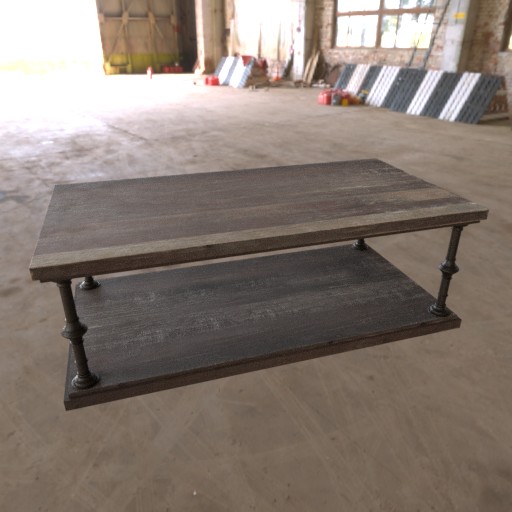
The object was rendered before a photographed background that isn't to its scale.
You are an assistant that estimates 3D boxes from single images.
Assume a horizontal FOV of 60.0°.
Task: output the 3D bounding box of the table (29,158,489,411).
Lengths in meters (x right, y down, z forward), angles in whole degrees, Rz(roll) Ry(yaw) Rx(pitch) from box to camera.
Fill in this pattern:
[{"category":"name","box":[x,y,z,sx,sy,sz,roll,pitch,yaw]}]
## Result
[{"category":"table","box":[0.000,0.000,1.318,1.088,0.373,0.554,-8,28,-15]}]
